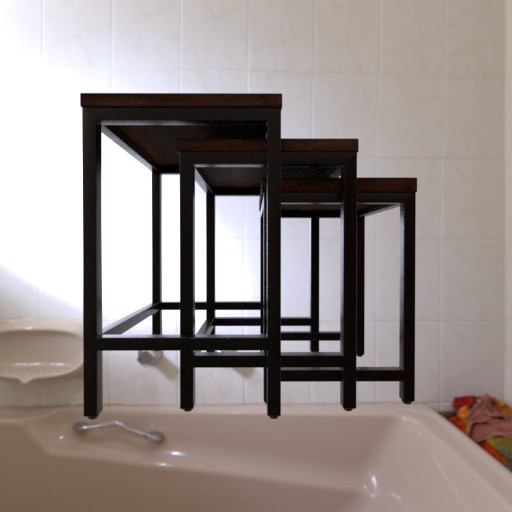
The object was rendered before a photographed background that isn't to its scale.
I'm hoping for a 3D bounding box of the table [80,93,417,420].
[{"bbox_3d":[0.000,0.000,1.136,0.660,0.616,0.608,0,1,0],"label":"table"}]
